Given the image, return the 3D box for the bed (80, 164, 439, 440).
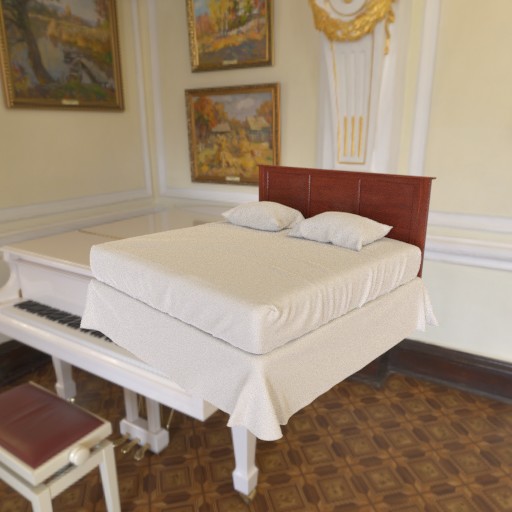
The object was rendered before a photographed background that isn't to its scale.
[{"bbox_3d":[0.000,0.000,3.670,2.314,1.271,2.219,15,22,43],"label":"bed"}]
